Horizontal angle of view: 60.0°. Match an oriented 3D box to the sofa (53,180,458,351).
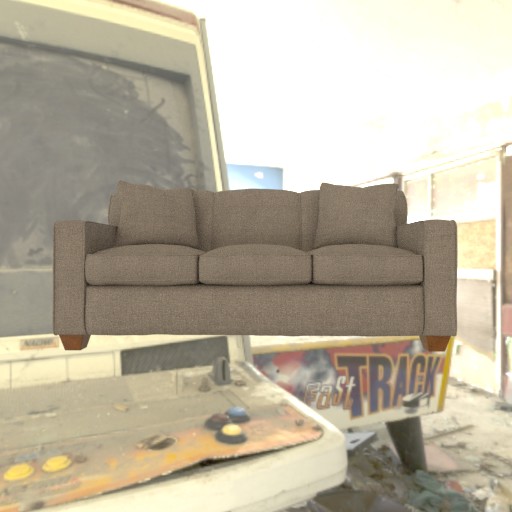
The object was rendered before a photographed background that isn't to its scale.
[{"bbox_3d":[0.000,0.000,2.638,2.024,0.958,0.997,0,0,1],"label":"sofa"}]
